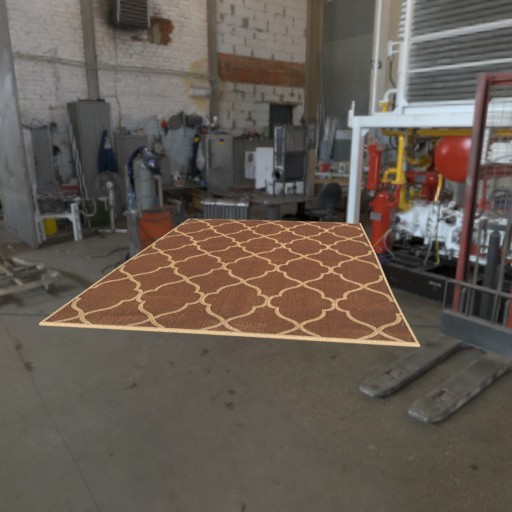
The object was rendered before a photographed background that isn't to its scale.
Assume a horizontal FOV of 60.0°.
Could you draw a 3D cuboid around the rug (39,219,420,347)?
[{"bbox_3d":[0.000,0.000,2.821,1.526,0.014,2.290,2,16,7],"label":"rug"}]
